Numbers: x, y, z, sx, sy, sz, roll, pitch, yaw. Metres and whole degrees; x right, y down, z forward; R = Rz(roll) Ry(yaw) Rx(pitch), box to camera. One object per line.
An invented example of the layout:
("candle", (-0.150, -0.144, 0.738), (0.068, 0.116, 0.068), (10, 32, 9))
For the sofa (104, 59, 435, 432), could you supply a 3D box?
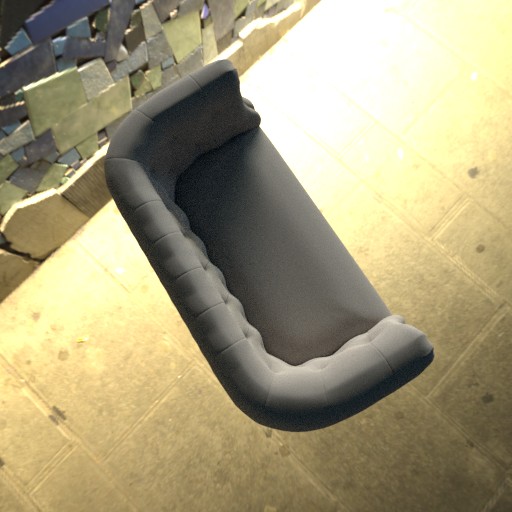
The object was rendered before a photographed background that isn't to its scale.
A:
("sofa", (0.000, 0.000, 2.095), (0.835, 0.827, 1.558), (-31, 78, -7))
